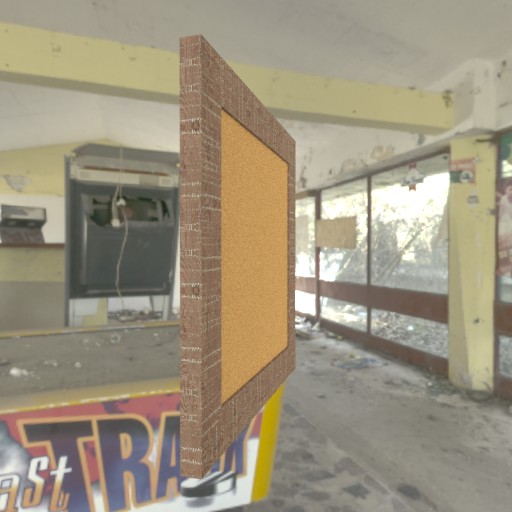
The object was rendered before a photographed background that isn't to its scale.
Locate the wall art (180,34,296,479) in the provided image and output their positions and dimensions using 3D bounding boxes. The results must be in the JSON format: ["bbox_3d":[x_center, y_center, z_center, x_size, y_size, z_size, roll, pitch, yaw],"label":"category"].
[{"bbox_3d":[0.000,0.000,0.786,0.029,0.531,0.531,0,1,17],"label":"wall art"}]
